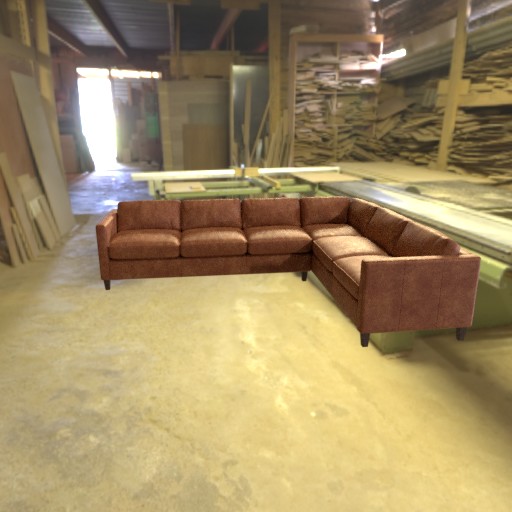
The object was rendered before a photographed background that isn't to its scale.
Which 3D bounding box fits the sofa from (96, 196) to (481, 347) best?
[{"bbox_3d":[0.000,0.000,4.386,3.167,0.838,2.438,-2,17,-7],"label":"sofa"}]
